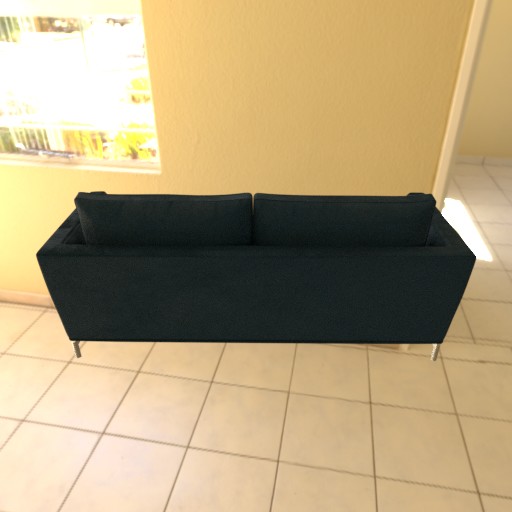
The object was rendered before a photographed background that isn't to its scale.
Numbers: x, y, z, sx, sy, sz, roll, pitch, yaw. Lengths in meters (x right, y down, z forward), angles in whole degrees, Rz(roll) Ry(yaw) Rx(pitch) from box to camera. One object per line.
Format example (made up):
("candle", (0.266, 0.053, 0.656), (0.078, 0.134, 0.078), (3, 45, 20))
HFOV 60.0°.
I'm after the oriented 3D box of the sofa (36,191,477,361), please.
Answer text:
("sofa", (0.000, 0.000, 2.683), (2.212, 0.998, 0.853), (0, 30, 1))
